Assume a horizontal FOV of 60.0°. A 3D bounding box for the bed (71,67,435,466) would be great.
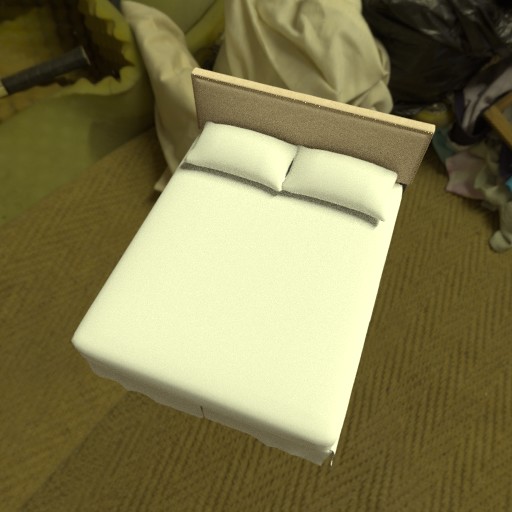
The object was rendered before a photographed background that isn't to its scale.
[{"bbox_3d":[0.000,0.000,2.747,1.616,1.016,1.876,18,60,11],"label":"bed"}]
